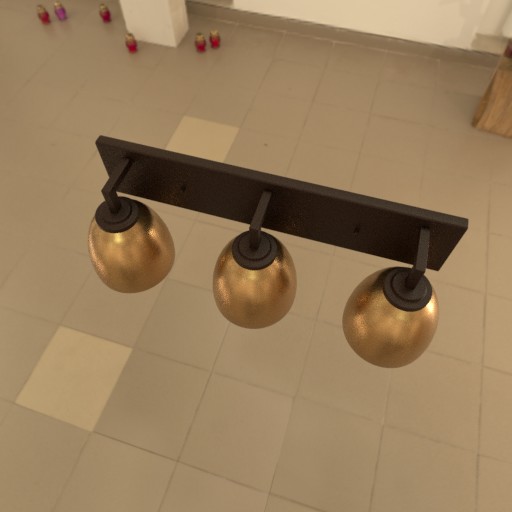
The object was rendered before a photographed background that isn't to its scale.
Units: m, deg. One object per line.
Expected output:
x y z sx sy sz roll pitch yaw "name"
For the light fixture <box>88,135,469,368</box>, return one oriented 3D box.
0.000 0.000 0.675 0.582 0.204 0.157 15 59 9 "light fixture"
